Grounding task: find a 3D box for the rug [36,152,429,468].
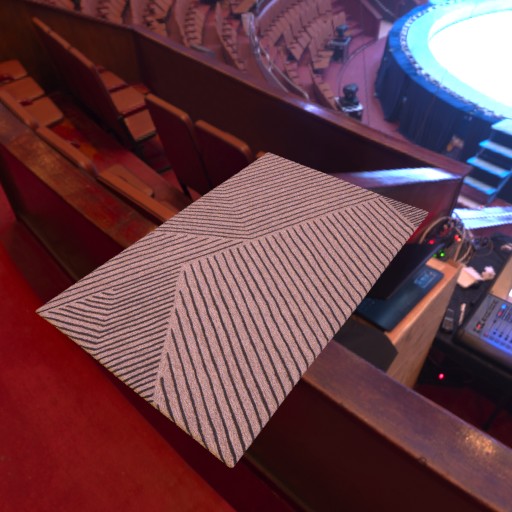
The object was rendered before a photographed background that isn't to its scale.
[{"bbox_3d":[0.000,0.000,3.046,1.539,0.023,2.406,27,49,26],"label":"rug"}]
